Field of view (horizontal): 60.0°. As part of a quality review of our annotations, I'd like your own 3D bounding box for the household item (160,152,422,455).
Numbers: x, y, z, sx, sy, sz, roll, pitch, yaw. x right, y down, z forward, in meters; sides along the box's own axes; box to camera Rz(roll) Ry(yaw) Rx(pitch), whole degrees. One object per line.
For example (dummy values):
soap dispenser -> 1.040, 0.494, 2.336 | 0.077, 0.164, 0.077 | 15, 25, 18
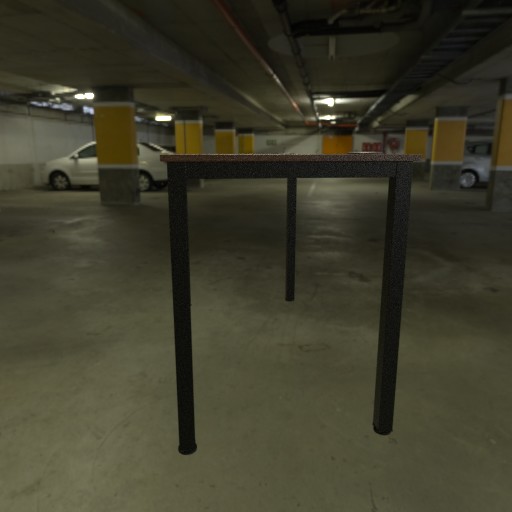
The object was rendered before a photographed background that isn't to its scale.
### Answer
household item -> 0.000, 0.000, 1.651 | 0.600, 0.750, 1.200 | -2, 13, -9
